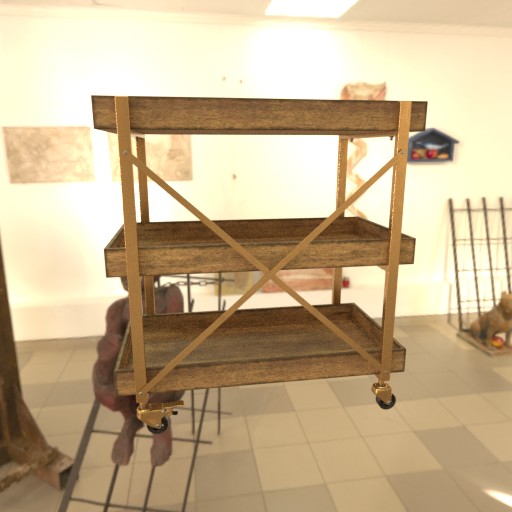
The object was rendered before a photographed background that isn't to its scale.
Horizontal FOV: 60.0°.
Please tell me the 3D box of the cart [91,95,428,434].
[{"bbox_3d":[0.000,0.000,1.241,0.750,0.799,0.416,-2,14,-9],"label":"cart"}]
